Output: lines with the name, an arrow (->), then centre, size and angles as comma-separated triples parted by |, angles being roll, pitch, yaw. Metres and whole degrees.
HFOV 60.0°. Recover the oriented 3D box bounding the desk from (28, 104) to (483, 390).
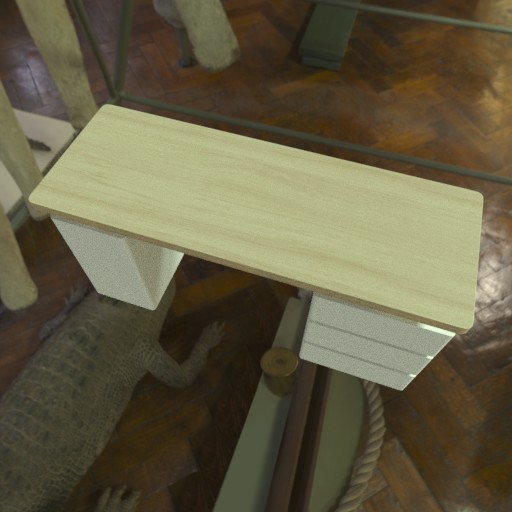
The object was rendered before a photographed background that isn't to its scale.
desk -> 0.000, 0.000, 1.858 | 1.500, 0.755, 0.550 | 16, 58, 10
